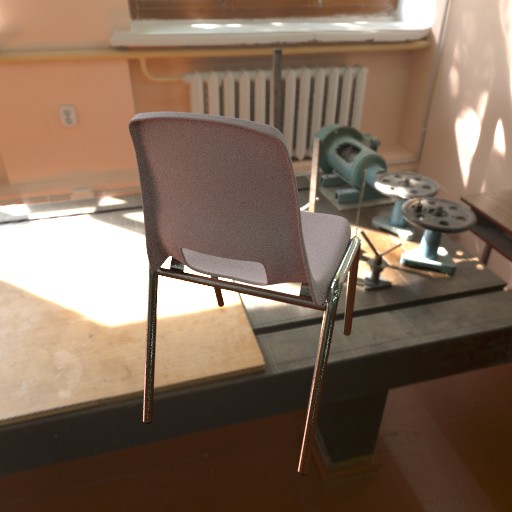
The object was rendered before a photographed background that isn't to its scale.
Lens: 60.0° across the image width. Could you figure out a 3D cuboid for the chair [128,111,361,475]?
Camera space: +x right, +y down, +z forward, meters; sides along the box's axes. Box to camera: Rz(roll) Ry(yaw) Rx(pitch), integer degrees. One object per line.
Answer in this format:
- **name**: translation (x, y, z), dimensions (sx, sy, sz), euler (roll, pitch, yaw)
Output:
- **chair**: translation (0.000, 0.000, 0.883), dimensions (0.381, 0.653, 0.436), euler (11, 33, 17)
